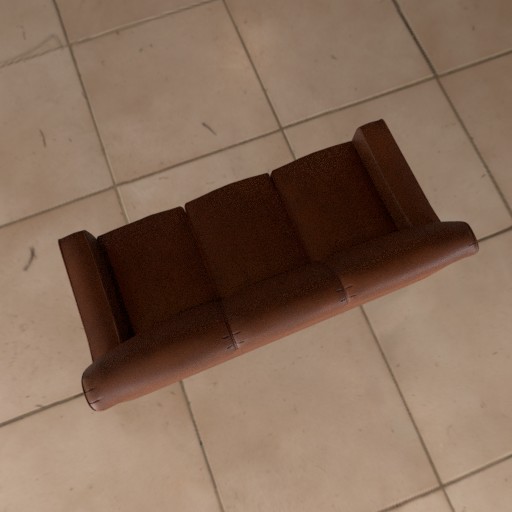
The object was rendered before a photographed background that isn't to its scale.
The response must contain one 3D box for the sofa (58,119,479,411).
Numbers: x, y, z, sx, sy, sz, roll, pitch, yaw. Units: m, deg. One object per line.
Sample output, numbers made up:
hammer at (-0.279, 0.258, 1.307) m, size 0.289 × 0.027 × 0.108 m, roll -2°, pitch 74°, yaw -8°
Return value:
sofa at (0.000, 0.000, 2.584) m, size 2.039 × 0.953 × 1.008 m, roll -22°, pitch 76°, yaw -6°
